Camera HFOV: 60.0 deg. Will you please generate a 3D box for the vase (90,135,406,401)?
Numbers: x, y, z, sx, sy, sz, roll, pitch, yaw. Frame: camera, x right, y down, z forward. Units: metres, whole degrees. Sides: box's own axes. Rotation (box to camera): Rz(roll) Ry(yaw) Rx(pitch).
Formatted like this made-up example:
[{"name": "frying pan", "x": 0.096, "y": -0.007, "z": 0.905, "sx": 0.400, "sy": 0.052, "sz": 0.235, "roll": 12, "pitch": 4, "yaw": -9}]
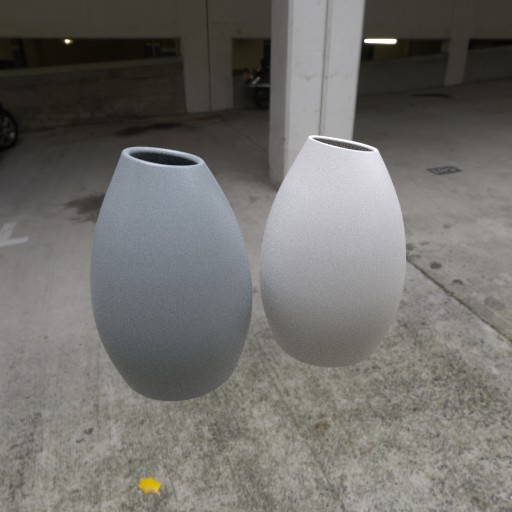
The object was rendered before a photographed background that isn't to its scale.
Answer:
[{"name": "vase", "x": 0.000, "y": 0.000, "z": 0.259, "sx": 0.187, "sy": 0.131, "sz": 0.089, "roll": -8, "pitch": 27, "yaw": -15}]
